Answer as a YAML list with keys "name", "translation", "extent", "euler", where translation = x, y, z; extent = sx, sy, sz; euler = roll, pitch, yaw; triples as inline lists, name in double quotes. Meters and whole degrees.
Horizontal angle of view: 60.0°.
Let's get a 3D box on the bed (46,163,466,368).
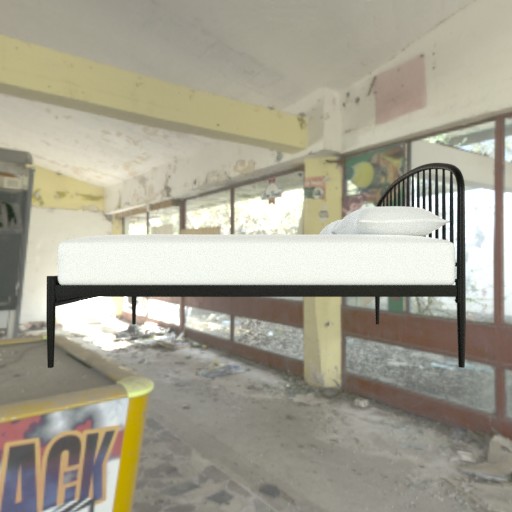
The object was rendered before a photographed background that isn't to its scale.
- name: "bed"
  translation: [0.000, 0.000, 3.077]
  extent: [2.159, 1.166, 1.618]
  euler: [0, -1, 0]
